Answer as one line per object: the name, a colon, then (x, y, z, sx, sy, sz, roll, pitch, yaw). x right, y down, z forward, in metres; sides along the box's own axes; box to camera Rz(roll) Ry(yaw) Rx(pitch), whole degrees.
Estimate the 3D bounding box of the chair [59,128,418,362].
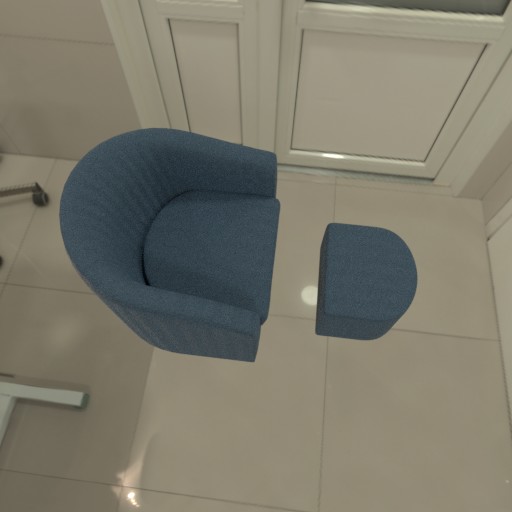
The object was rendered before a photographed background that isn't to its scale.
chair: (0.000, 0.000, 1.762, 1.288, 0.757, 0.756, 6, 64, 3)
